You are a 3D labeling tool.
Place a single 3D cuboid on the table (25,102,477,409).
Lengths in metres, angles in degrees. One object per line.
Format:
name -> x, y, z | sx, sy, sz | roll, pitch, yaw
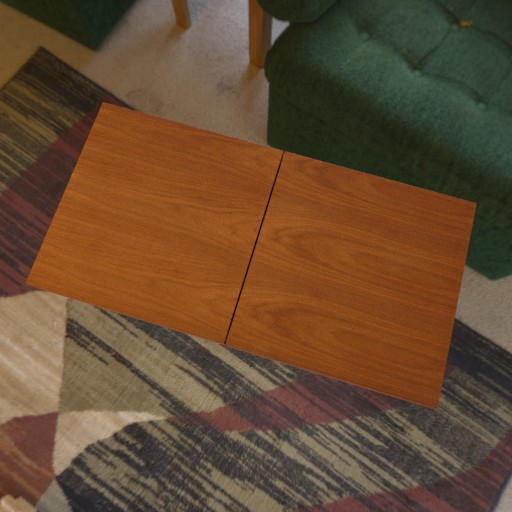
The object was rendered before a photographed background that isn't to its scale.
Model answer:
table -> 0.000, 0.000, 1.455 | 1.194, 0.330, 0.610 | 16, 77, 4
